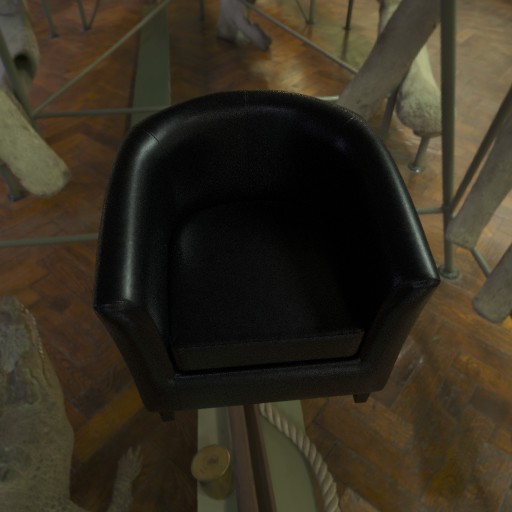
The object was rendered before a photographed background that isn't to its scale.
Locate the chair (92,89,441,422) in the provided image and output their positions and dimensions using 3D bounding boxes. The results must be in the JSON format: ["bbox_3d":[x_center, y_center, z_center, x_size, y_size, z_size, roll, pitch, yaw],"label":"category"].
[{"bbox_3d":[0.000,0.000,1.378,0.793,0.756,0.727,-4,46,-4],"label":"chair"}]
